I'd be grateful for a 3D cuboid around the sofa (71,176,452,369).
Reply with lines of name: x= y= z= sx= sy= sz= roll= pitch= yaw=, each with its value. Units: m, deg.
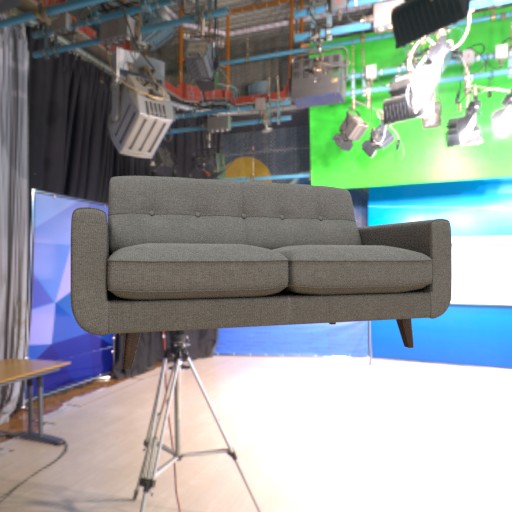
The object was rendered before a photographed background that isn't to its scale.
sofa: x=0.000 y=0.000 z=2.192 sx=1.631 sy=0.841 sz=0.909 roll=0 pitch=0 yaw=-18
